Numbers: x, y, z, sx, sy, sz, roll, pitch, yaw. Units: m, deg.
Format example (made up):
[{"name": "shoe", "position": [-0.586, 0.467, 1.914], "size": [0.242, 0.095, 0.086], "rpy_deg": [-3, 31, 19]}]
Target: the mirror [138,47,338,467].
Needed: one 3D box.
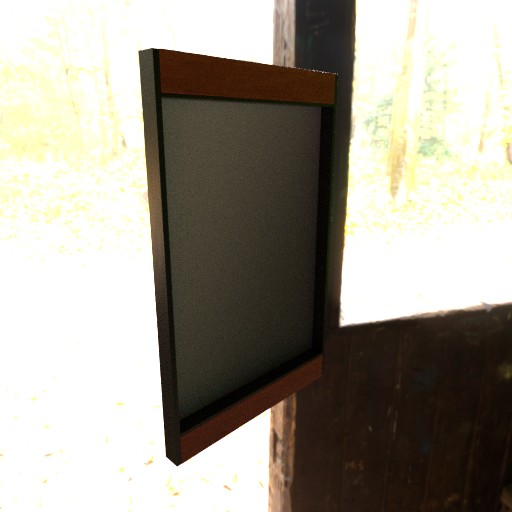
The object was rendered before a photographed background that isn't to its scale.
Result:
[{"name": "mirror", "position": [0.000, 0.000, 1.028], "size": [0.047, 0.823, 0.525], "rpy_deg": [15, 22, 42]}]
